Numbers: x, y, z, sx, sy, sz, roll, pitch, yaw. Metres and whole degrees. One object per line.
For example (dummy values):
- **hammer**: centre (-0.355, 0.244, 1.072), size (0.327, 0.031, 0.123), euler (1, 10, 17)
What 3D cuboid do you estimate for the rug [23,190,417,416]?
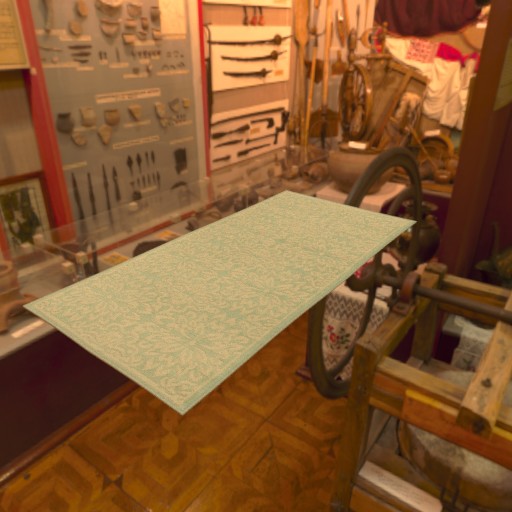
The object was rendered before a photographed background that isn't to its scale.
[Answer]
- **rug**: centre (0.000, 0.000, 1.425), size (0.604, 0.007, 1.219), euler (19, 33, 33)
